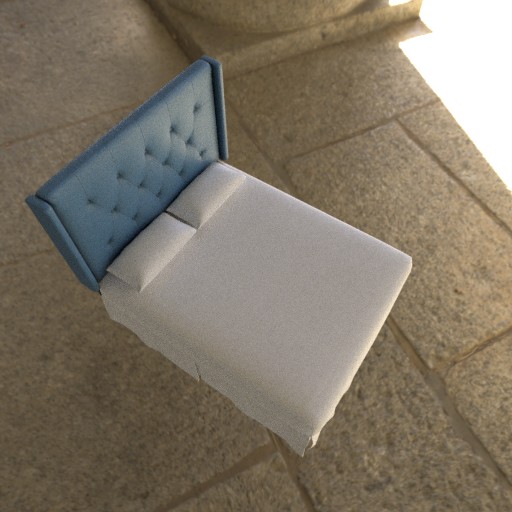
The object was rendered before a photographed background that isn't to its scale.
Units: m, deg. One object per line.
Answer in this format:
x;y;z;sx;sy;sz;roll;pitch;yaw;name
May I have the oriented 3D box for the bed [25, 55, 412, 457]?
0.000;0.000;3.306;2.078;1.665;1.719;29;62;18;bed
